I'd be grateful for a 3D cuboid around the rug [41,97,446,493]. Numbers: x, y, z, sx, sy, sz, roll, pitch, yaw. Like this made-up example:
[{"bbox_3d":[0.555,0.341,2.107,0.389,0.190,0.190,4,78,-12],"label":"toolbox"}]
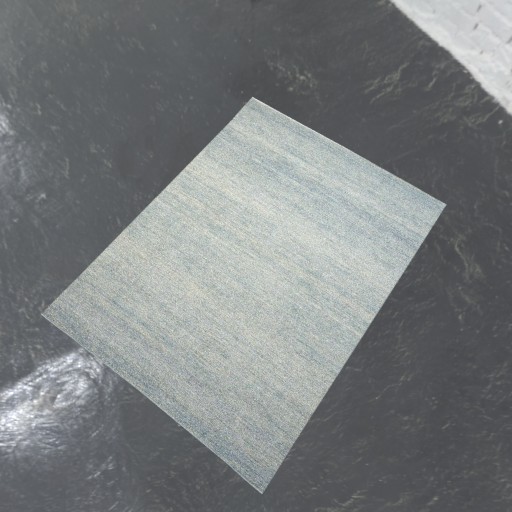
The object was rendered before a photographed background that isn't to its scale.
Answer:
[{"bbox_3d":[0.000,0.000,4.255,2.461,0.046,3.237,34,69,15],"label":"rug"}]
